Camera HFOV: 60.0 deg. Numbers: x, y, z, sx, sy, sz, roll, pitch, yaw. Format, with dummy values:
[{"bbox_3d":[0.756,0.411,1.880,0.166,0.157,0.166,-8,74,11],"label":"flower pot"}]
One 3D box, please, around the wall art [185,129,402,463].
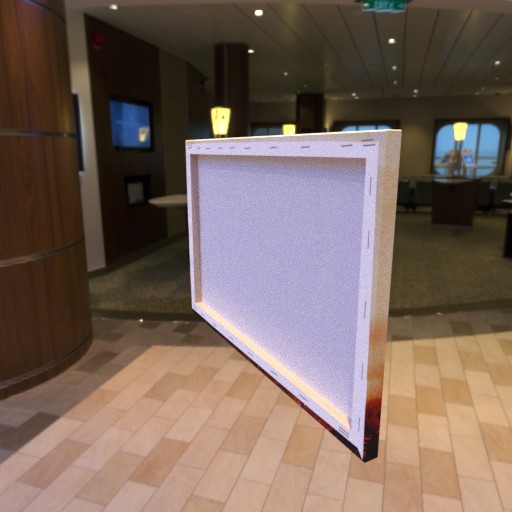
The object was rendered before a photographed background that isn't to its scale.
[{"bbox_3d":[0.000,0.000,1.160,0.038,0.602,0.918,-7,15,-28],"label":"wall art"}]
